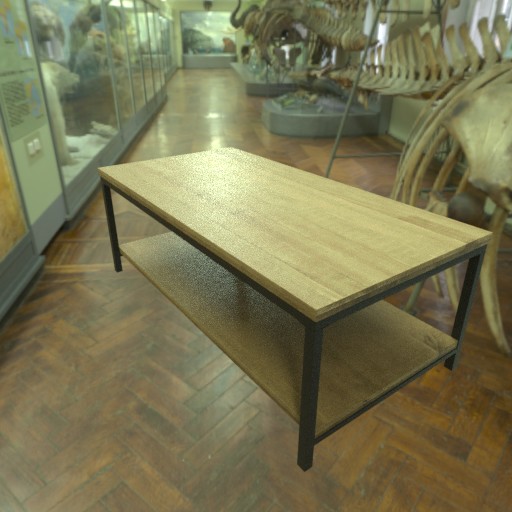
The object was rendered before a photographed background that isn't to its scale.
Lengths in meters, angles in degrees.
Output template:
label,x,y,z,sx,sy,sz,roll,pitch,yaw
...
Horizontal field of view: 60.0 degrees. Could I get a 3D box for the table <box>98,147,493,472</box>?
label,x,y,z,sx,sy,sz,roll,pitch,yaw
table,0.000,0.000,1.363,0.551,0.399,1.100,-18,31,-32
